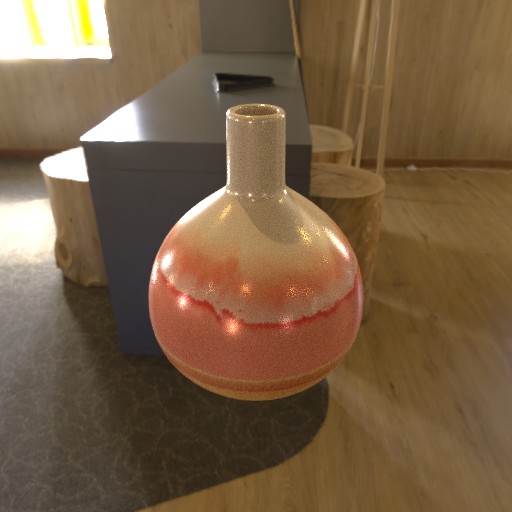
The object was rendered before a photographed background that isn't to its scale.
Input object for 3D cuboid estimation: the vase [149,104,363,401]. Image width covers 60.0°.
[{"bbox_3d":[0.000,0.000,0.274,0.137,0.176,0.137,0,31,0],"label":"vase"}]
